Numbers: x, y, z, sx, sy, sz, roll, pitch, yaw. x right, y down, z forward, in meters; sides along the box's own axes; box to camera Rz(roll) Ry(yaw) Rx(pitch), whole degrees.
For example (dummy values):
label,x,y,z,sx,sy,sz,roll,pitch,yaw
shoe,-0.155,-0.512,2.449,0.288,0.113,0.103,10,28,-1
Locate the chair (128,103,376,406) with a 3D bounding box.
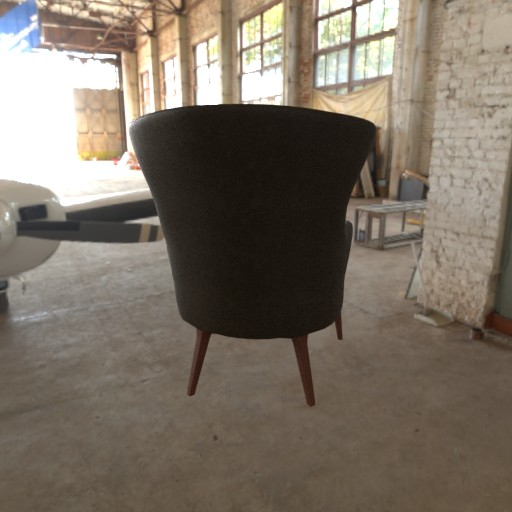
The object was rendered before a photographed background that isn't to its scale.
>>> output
label,x,y,z,sx,sy,sz,roll,pitch,yaw
chair,0.000,0.000,1.748,0.819,1.068,0.954,2,15,8
